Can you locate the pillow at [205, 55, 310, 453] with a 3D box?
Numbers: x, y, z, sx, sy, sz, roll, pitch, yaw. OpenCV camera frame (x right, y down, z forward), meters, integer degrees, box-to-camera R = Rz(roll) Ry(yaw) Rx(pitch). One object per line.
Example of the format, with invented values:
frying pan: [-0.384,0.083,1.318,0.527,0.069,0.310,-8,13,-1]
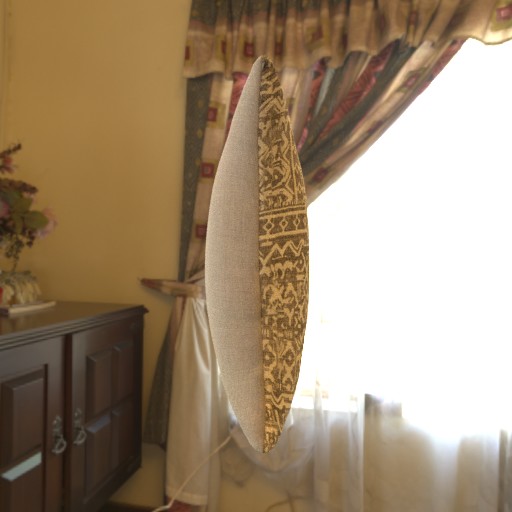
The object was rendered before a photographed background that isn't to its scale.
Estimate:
pillow: [0.000,0.000,0.798,0.180,0.487,0.546,0,0,-2]
